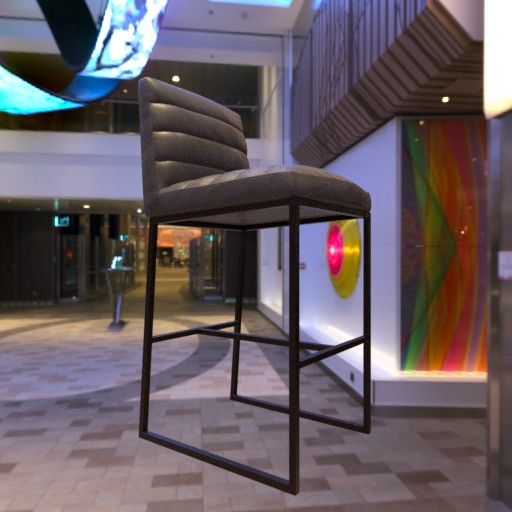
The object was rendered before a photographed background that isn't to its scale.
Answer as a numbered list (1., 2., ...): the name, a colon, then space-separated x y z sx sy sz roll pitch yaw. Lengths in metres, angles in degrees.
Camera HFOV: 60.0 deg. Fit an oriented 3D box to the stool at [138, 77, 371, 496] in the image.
1. stool: 0.000 0.000 1.319 0.562 1.065 0.463 0 0 36
